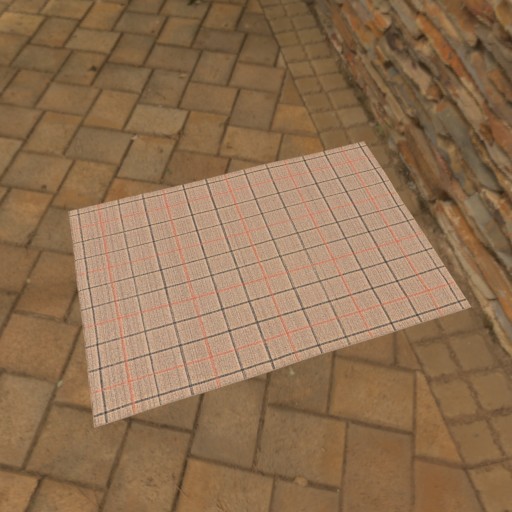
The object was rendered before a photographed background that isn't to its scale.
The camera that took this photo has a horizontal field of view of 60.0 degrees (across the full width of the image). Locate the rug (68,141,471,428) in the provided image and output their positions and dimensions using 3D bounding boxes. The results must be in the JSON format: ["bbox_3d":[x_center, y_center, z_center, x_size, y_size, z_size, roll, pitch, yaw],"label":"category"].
[{"bbox_3d":[0.000,0.000,2.336,1.829,0.013,1.220,-15,59,-10],"label":"rug"}]
